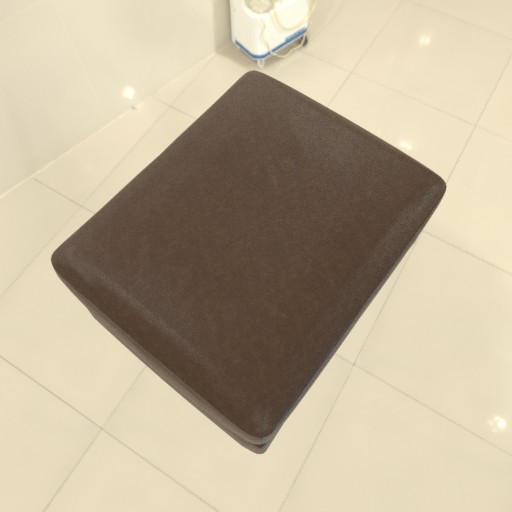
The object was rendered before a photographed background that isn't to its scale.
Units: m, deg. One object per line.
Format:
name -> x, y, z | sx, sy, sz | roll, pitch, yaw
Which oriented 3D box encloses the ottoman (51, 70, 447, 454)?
ottoman -> 0.000, 0.000, 1.137 | 0.603, 0.476, 0.751 | 36, 70, 15
